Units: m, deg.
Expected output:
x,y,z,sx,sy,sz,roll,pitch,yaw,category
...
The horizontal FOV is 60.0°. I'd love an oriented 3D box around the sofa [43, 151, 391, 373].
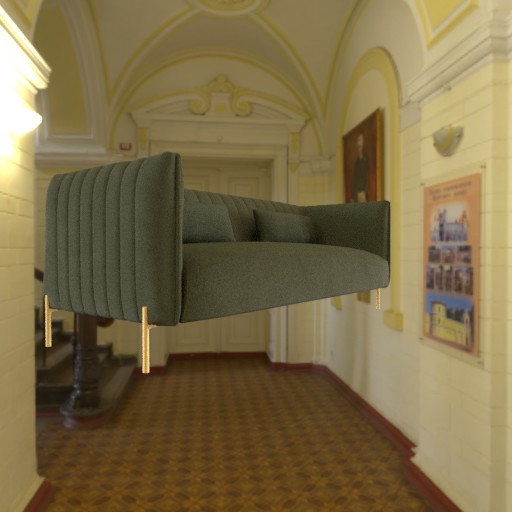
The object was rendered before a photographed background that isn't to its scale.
x,y,z,sx,sy,sz,roll,pitch,yaw,category
0.000,0.000,2.589,0.896,0.793,2.137,1,1,38,sofa
